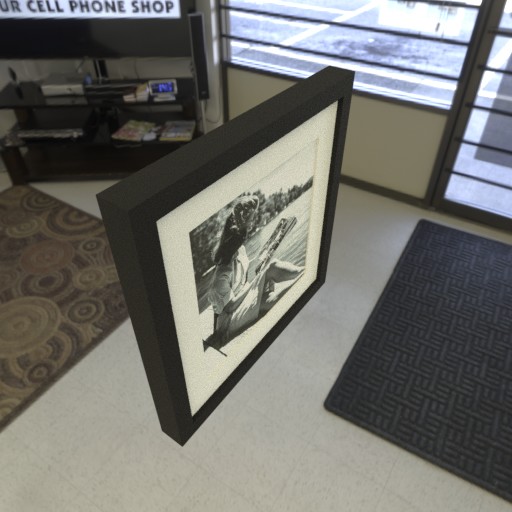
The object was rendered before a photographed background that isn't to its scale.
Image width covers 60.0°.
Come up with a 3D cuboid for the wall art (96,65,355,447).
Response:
[{"bbox_3d":[0.000,0.000,0.471,0.030,0.305,0.308,25,47,26],"label":"wall art"}]
